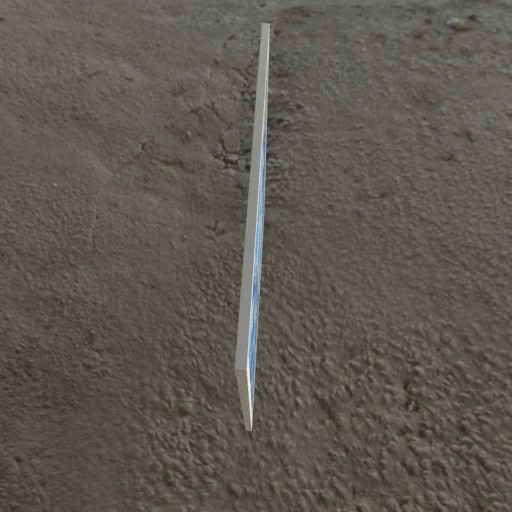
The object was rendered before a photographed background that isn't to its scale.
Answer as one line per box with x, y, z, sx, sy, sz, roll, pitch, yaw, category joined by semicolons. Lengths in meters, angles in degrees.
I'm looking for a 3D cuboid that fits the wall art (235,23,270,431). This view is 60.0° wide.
0.000;0.000;0.988;0.015;0.660;0.660;3;62;1;wall art
